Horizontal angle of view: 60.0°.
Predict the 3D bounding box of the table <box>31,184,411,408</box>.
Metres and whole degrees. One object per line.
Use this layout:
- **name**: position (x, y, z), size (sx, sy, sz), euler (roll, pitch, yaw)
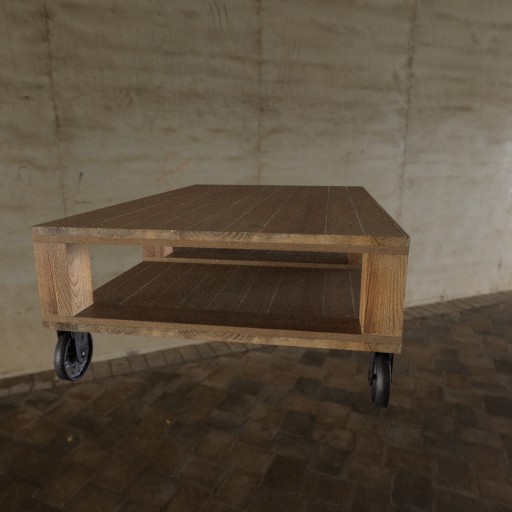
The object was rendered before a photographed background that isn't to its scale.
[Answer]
- **table**: position (0.000, 0.000, 1.613), size (0.827, 0.413, 1.299), euler (2, 14, 9)
